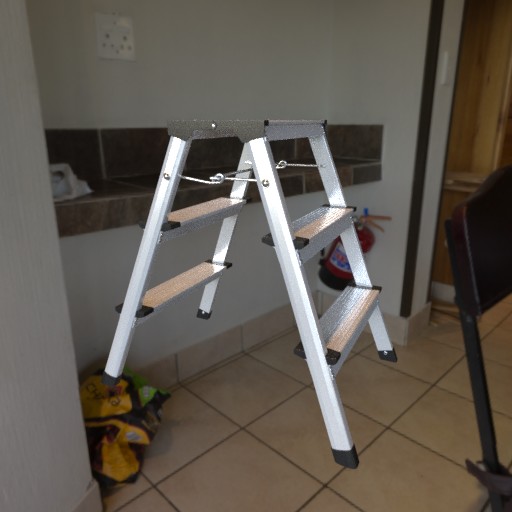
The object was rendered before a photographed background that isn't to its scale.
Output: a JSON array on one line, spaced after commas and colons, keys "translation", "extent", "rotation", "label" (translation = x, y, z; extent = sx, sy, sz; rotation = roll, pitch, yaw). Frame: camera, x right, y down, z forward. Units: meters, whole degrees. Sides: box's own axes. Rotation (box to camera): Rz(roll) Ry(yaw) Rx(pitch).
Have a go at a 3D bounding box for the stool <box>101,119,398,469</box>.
[{"translation": [0.000, 0.000, 1.029], "extent": [0.622, 0.605, 0.437], "rotation": [8, 19, 25], "label": "stool"}]
